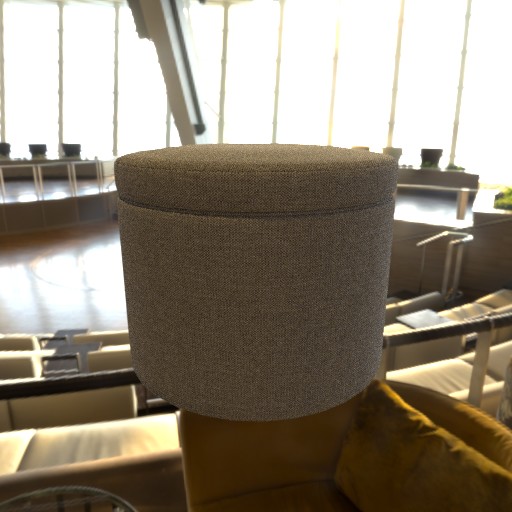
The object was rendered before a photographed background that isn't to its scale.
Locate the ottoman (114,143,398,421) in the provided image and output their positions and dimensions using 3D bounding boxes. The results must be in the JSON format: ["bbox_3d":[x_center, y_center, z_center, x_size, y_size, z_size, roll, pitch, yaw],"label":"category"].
[{"bbox_3d":[0.000,0.000,0.863,0.500,0.419,0.500,0,17,0],"label":"ottoman"}]
